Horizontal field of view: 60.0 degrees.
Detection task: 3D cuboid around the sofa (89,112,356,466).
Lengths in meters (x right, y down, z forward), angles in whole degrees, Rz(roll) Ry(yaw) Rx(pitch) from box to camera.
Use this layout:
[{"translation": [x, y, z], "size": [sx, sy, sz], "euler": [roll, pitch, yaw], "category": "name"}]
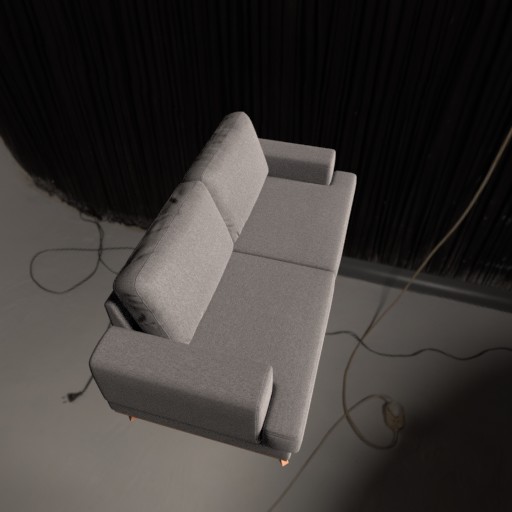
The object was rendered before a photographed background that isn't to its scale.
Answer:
[{"translation": [0.000, 0.000, 2.122], "size": [0.785, 0.810, 1.650], "euler": [11, 46, 11], "category": "sofa"}]
